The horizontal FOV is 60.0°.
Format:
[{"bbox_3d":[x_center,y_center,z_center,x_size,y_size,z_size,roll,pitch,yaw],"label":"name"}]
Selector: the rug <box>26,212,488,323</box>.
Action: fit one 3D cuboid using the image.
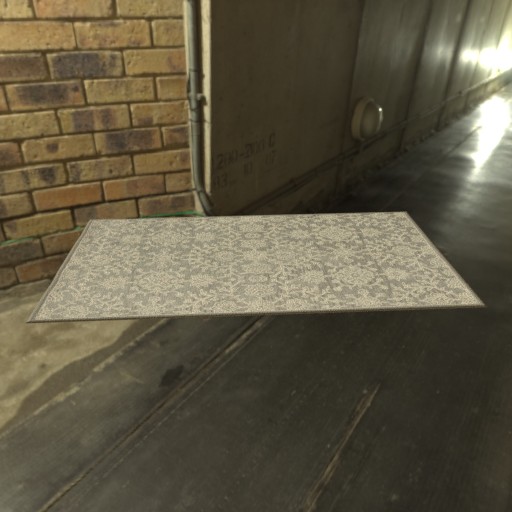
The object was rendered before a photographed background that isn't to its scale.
[{"bbox_3d":[0.000,0.000,3.587,3.048,0.011,1.546,-2,30,-3],"label":"rug"}]
